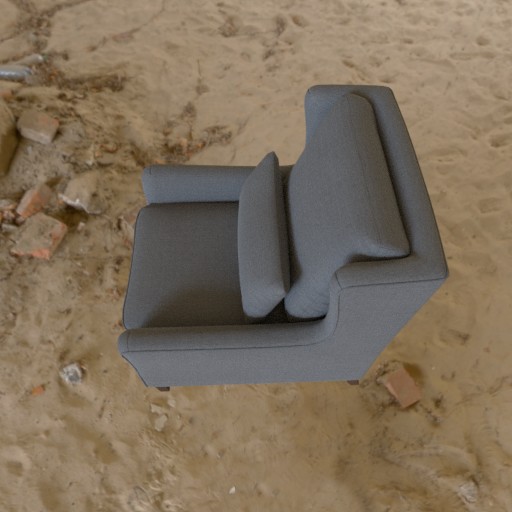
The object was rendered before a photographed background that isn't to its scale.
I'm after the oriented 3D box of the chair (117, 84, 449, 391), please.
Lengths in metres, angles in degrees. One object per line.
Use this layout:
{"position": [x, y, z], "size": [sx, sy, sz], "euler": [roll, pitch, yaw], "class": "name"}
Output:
{"position": [0.000, 0.000, 1.798], "size": [1.040, 1.056, 0.866], "euler": [-2, 57, -1], "class": "chair"}
